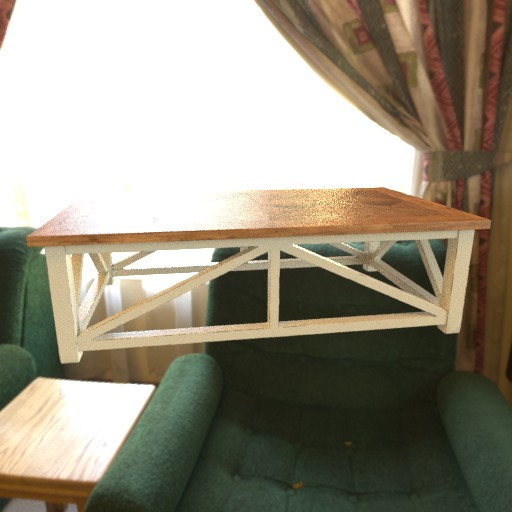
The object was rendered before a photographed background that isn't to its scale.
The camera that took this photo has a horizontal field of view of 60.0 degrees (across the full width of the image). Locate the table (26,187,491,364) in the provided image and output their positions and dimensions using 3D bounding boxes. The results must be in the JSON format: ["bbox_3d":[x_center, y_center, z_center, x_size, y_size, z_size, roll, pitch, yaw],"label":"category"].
[{"bbox_3d":[0.000,0.000,1.752,1.400,0.410,0.800,-3,17,-9],"label":"table"}]
